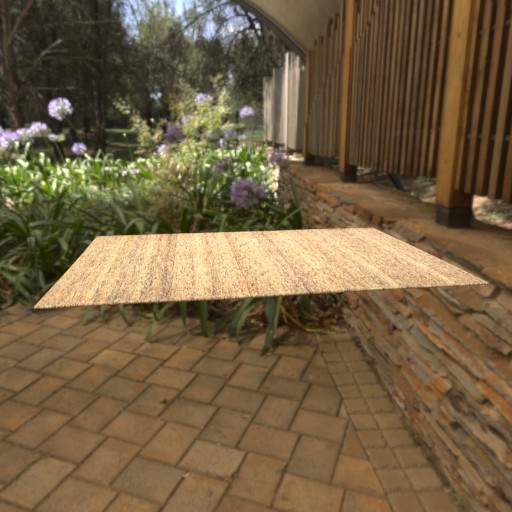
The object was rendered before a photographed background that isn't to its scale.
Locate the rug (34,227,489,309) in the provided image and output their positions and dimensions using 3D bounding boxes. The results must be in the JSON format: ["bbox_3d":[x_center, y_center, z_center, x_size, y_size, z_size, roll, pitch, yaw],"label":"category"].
[{"bbox_3d":[0.000,0.000,2.355,1.846,0.014,1.243,-2,15,-9],"label":"rug"}]
